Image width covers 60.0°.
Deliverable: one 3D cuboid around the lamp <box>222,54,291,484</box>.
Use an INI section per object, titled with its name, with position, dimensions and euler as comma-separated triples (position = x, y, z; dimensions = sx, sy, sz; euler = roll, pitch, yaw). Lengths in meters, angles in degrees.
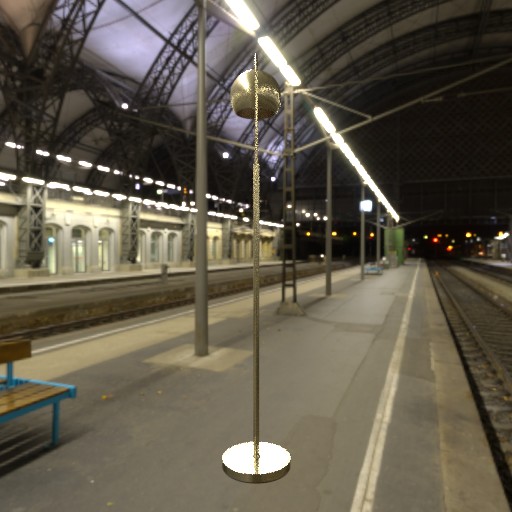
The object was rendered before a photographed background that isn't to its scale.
[lamp]
position = 0.000, 0.000, 1.692
dimensions = 0.250, 1.526, 0.431
euler = 0, 1, -1
